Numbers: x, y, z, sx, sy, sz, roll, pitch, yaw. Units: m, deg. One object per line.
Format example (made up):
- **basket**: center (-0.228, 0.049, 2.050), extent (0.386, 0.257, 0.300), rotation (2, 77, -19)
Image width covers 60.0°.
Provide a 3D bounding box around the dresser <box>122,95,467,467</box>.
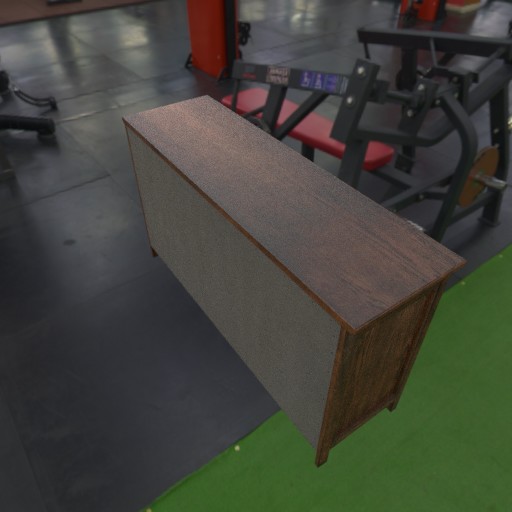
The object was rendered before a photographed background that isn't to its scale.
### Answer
- **dresser**: center (0.000, 0.000, 1.983), extent (0.463, 0.856, 1.551), rotation (-25, 47, -25)
